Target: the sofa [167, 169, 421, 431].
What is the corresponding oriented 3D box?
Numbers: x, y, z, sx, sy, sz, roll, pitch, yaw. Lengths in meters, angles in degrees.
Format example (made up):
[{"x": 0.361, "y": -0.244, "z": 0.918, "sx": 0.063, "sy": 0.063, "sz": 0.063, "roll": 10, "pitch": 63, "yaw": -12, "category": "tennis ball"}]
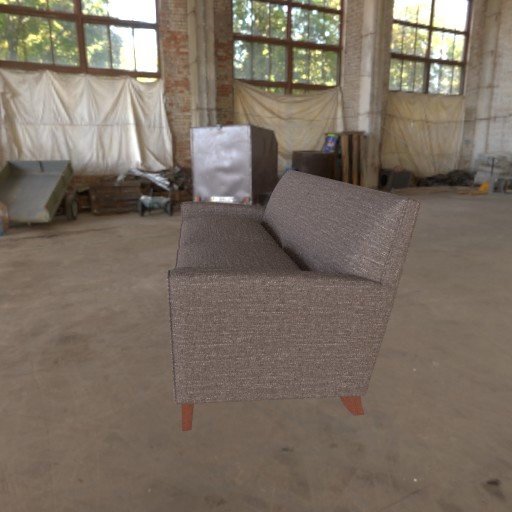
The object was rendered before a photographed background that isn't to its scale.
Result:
[{"x": 0.000, "y": 0.000, "z": 2.465, "sx": 0.875, "sy": 0.846, "sz": 1.976, "roll": -2, "pitch": 14, "yaw": -8, "category": "sofa"}]
